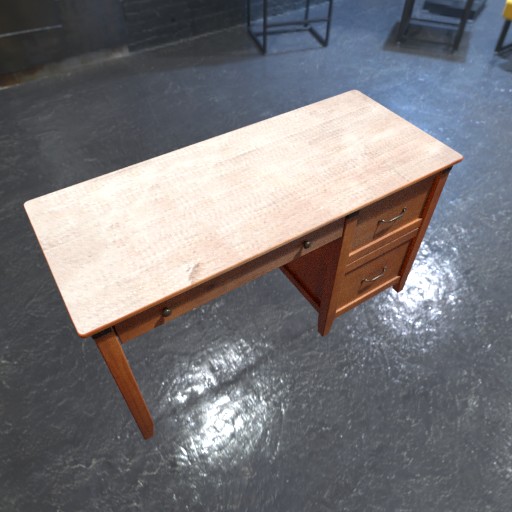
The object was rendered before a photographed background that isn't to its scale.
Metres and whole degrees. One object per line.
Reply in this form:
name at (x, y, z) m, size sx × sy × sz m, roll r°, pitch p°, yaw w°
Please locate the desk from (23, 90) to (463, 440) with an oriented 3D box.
desk at (0.000, 0.000, 1.731) m, size 1.353 × 0.756 × 0.574 m, roll -25°, pitch 53°, yaw -21°
